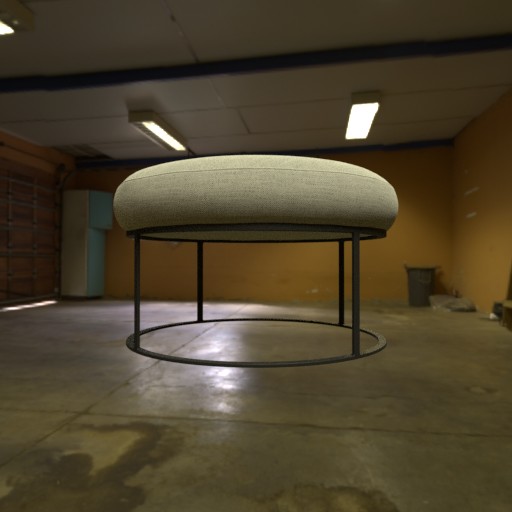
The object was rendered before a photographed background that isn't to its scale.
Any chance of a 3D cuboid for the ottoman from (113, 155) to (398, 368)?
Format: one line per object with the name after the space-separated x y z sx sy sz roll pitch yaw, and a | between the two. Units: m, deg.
0.000 0.000 1.253 0.769 0.459 0.769 0 0 0 | ottoman
